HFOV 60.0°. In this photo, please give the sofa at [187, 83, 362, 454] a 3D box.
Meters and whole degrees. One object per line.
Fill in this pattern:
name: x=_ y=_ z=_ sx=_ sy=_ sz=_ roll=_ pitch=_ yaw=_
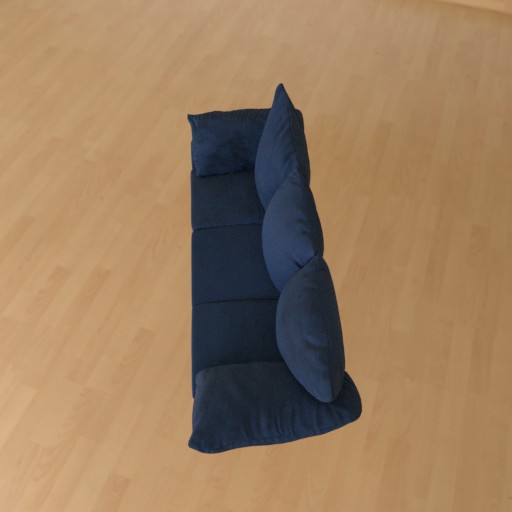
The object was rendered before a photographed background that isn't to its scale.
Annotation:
sofa: x=0.000 y=0.000 z=2.928 sx=0.907 sy=1.091 sz=2.390 roll=-4 pitch=59 yaw=-2
